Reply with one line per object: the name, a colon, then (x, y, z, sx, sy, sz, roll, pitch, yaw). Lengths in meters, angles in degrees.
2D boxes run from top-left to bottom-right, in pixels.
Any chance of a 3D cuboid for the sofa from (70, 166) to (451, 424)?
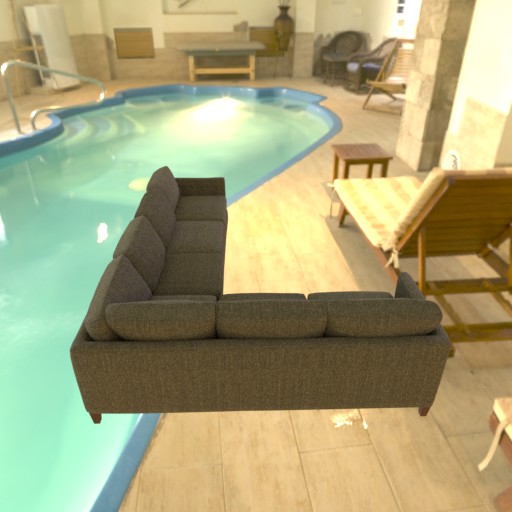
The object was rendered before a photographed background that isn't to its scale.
sofa: (0.000, 0.000, 4.456, 2.593, 0.947, 3.302, -1, 30, -1)
